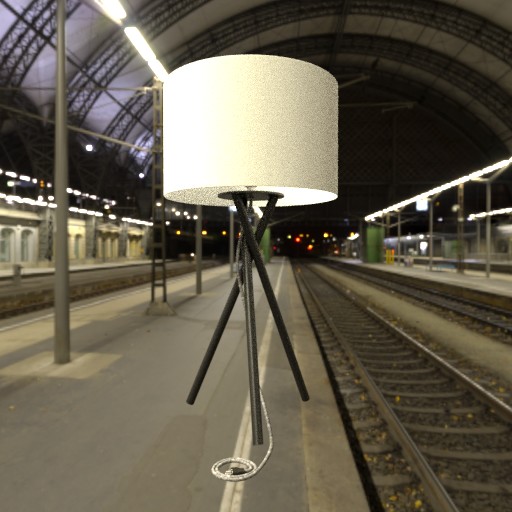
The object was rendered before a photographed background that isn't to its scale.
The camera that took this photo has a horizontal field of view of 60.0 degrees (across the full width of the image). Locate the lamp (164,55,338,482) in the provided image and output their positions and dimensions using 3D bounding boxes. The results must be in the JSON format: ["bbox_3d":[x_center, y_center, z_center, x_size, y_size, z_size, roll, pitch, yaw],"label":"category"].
[{"bbox_3d":[0.000,0.000,0.885,0.353,0.674,0.422,0,1,-17],"label":"lamp"}]
